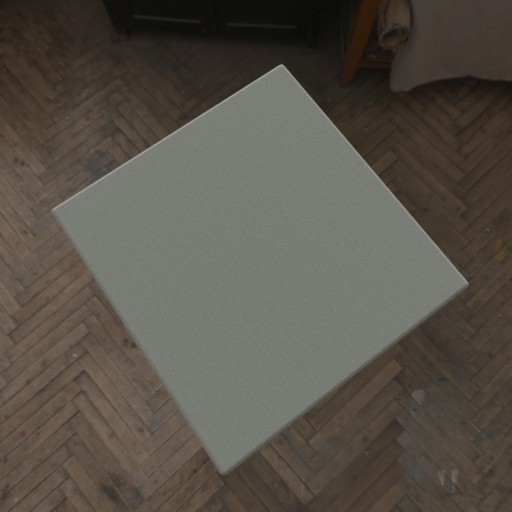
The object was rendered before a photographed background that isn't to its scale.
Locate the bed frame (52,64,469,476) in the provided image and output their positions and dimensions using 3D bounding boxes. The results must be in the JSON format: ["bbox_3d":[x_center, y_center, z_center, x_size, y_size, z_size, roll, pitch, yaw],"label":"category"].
[{"bbox_3d":[0.000,0.000,4.053,2.526,0.680,2.635,-35,79,-8],"label":"bed frame"}]
